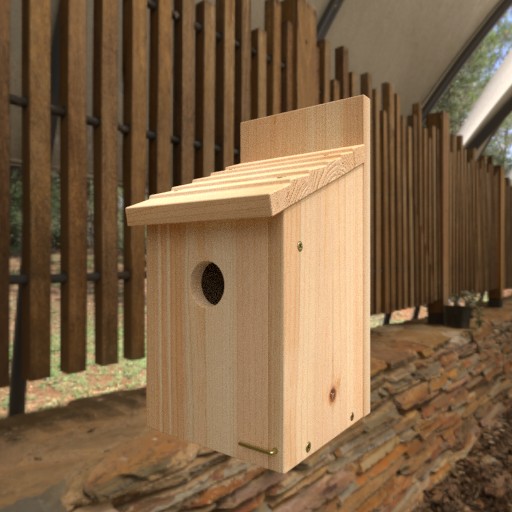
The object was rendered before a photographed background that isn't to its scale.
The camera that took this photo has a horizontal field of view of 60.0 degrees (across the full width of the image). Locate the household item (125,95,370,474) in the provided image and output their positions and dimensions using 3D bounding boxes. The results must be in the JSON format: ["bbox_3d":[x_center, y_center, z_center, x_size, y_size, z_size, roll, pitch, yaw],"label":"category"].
[{"bbox_3d":[0.000,0.000,0.398,0.149,0.300,0.171,0,0,36],"label":"household item"}]
